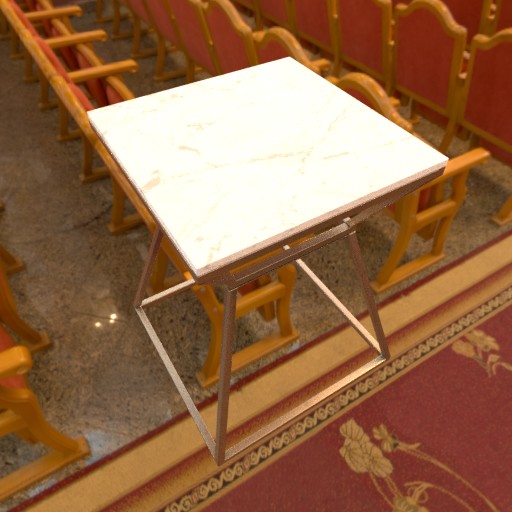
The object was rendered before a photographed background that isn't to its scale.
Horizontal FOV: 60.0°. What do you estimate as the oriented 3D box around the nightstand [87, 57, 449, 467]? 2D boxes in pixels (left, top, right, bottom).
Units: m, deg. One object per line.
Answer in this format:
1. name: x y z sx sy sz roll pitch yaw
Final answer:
1. nightstand: 0.000 0.000 0.886 0.455 0.554 0.455 -24 52 -21
